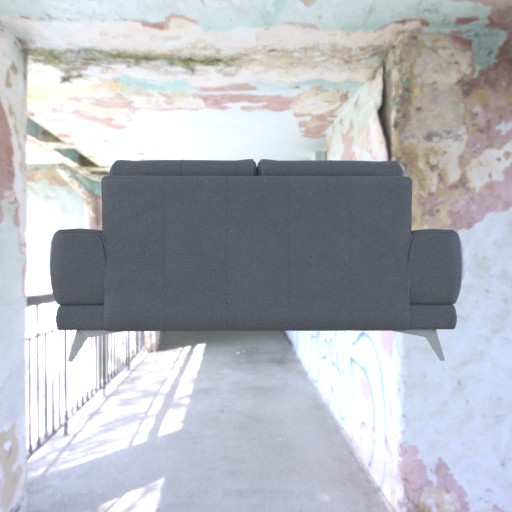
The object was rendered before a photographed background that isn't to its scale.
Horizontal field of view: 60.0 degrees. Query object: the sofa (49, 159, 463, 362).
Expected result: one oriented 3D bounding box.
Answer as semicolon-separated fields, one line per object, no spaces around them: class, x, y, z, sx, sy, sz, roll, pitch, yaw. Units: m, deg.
sofa;0.000;0.000;2.382;1.806;0.907;1.018;0;0;-1
